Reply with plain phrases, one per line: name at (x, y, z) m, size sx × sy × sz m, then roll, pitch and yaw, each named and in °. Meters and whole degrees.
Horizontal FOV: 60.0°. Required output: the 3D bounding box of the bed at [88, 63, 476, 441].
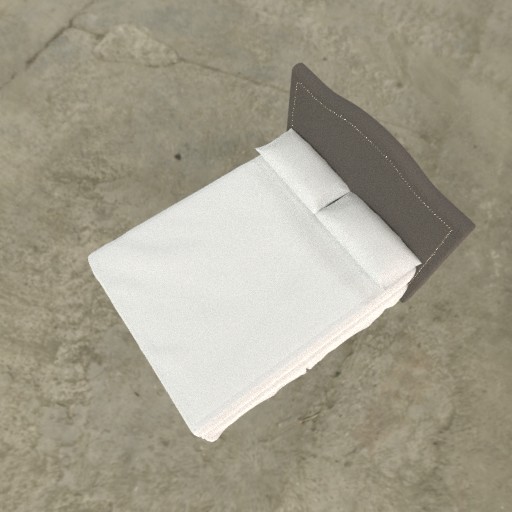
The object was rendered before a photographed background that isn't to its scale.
bed at (0.000, 0.000, 3.171) m, size 2.036 × 1.387 × 1.666 m, roll -33°, pitch 69°, yaw -15°
